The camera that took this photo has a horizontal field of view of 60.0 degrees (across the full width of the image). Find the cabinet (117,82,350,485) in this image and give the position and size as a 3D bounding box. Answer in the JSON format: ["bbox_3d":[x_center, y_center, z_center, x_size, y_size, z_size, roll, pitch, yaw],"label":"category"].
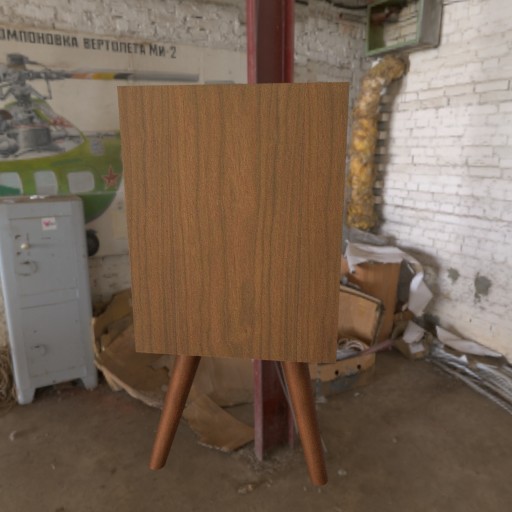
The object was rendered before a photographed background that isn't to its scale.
[{"bbox_3d":[0.000,0.000,1.150,0.388,0.748,0.712,2,14,7],"label":"cabinet"}]
